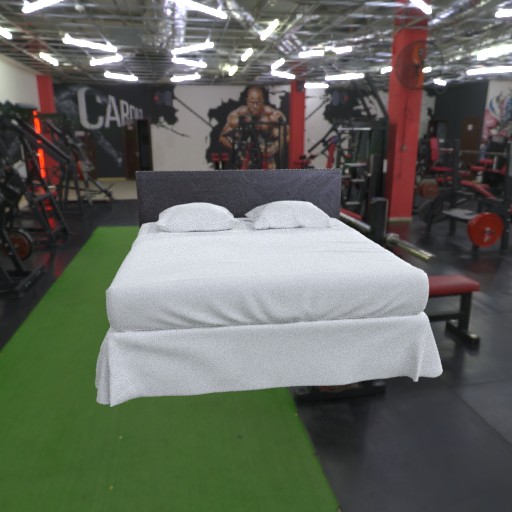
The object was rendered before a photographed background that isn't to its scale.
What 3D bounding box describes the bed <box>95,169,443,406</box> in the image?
[{"bbox_3d":[0.000,0.000,3.498,2.255,1.158,2.165,-2,16,-7],"label":"bed"}]
